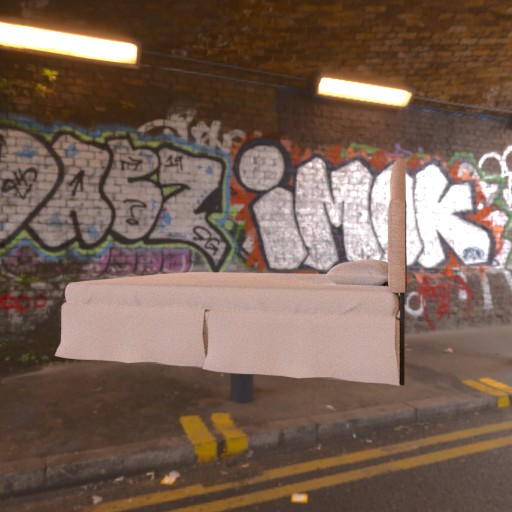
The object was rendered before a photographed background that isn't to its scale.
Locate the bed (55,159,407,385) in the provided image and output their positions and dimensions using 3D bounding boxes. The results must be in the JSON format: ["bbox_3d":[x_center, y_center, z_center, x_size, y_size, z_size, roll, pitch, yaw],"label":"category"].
[{"bbox_3d":[0.000,0.000,3.070,1.970,1.194,1.667,0,0,18],"label":"bed"}]
